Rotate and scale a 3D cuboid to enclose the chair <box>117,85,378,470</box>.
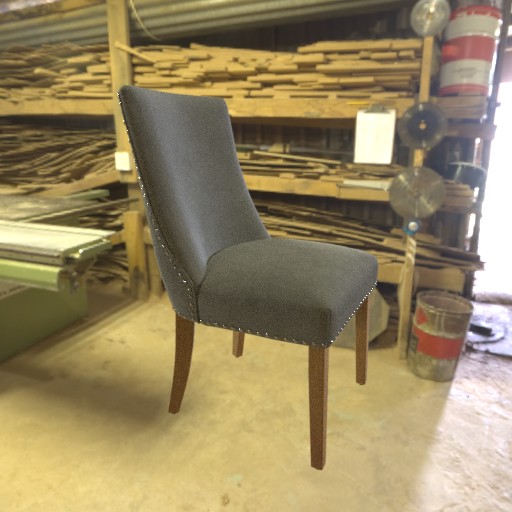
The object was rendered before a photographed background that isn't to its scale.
[{"bbox_3d":[0.000,0.000,1.266,0.610,0.902,0.495,8,17,26],"label":"chair"}]
